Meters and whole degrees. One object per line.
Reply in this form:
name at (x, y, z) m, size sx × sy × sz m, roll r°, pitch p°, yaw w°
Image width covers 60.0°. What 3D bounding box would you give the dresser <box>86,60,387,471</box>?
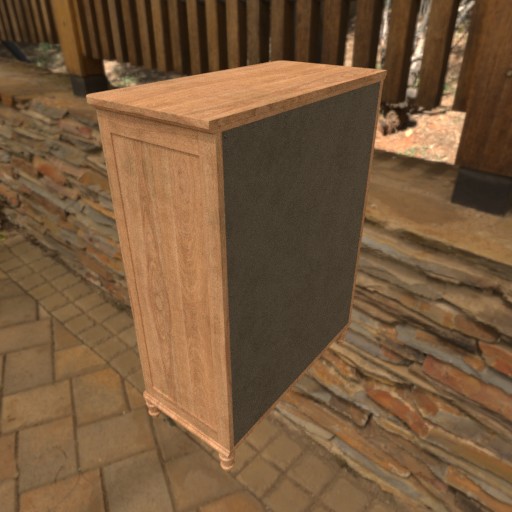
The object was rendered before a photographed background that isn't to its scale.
dresser at (0.000, 0.000, 1.773) m, size 0.484 × 1.318 × 0.973 m, roll 21°, pitch 37°, yaw 32°
